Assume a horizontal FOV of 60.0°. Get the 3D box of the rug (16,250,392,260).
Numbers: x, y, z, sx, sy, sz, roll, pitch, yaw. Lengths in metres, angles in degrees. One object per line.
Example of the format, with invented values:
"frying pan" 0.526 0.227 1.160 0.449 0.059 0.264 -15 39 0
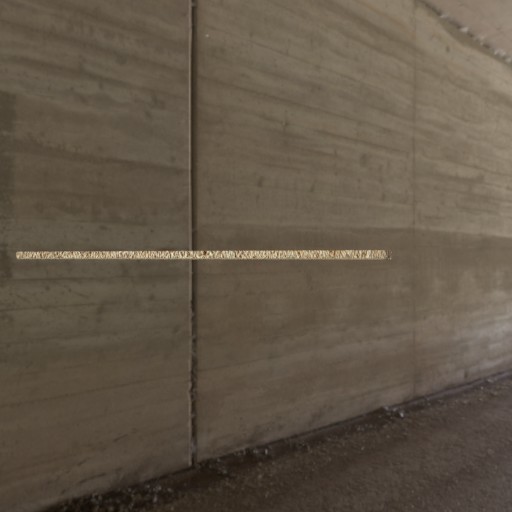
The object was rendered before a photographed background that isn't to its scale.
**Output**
"rug" 0.000 0.000 2.061 1.199 0.025 1.600 0 0 17
